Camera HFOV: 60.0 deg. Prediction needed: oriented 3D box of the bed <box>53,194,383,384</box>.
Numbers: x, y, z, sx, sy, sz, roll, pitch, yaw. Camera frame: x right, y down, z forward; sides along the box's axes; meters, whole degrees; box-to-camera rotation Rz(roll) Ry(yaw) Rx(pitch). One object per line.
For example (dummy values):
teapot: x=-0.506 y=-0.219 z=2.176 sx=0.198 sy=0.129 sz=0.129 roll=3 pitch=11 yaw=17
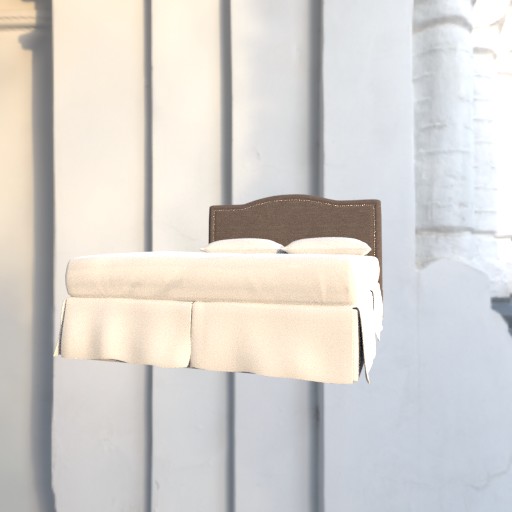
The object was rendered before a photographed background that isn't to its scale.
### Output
bed: x=0.000 y=0.000 z=4.004 sx=2.161 sy=1.457 sz=2.689 roll=0 pitch=0 yaw=18
